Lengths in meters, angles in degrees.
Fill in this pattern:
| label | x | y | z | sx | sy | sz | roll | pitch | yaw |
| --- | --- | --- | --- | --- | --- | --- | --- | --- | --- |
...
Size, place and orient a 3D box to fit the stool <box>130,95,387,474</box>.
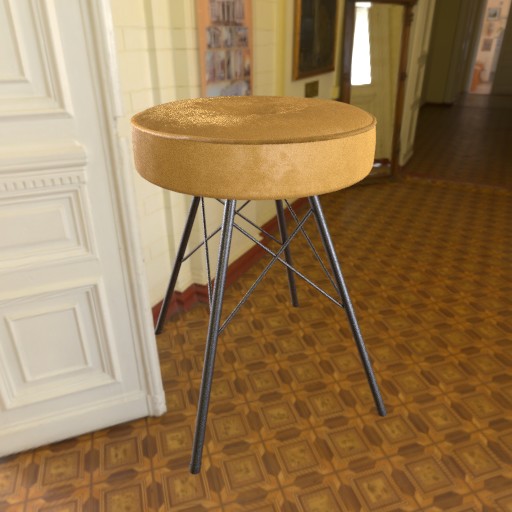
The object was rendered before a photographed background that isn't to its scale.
| label | x | y | z | sx | sy | sz | roll | pitch | yaw |
| --- | --- | --- | --- | --- | --- | --- | --- | --- | --- |
| stool | 0.000 | 0.000 | 0.914 | 0.438 | 0.595 | 0.472 | -8 | 28 | -16 |
